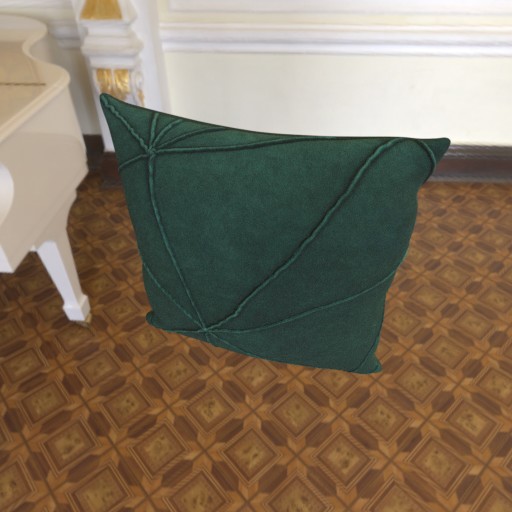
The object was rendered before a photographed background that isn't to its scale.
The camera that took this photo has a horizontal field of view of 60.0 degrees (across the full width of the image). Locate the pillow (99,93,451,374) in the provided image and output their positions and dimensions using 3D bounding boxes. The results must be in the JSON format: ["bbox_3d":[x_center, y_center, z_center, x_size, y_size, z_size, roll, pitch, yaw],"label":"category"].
[{"bbox_3d":[0.000,0.000,0.658,0.439,0.440,0.184,10,41,12],"label":"pillow"}]
